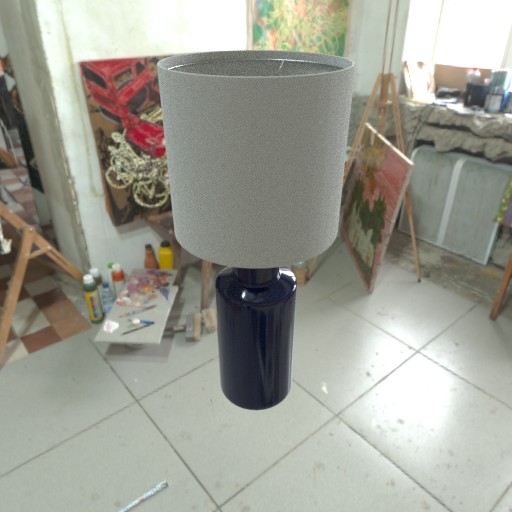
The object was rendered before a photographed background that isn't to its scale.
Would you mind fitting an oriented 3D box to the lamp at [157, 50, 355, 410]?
[{"bbox_3d":[0.000,0.000,0.607,0.212,0.493,0.212,11,32,18],"label":"lamp"}]
